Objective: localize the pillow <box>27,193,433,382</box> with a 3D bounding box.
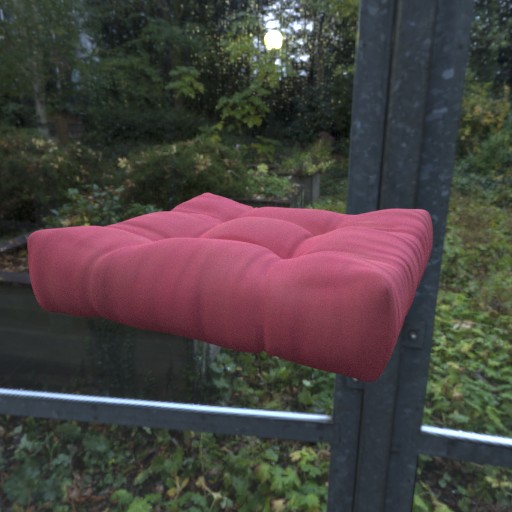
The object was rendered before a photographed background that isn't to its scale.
[{"bbox_3d":[0.000,0.000,0.697,0.490,0.128,0.468,8,17,25],"label":"pillow"}]
